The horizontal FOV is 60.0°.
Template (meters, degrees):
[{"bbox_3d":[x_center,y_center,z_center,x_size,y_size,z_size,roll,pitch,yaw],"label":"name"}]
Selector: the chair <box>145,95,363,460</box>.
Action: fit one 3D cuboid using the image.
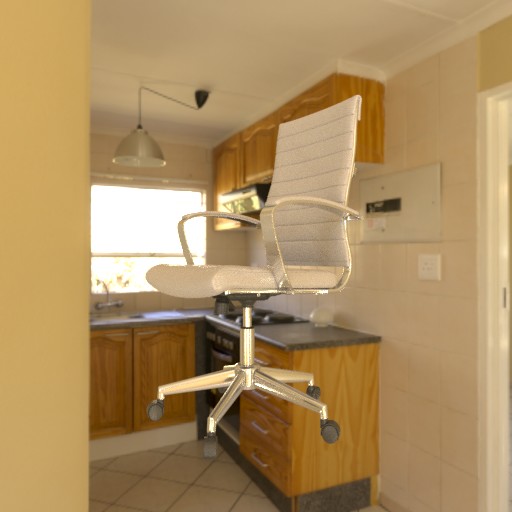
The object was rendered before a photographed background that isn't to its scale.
[{"bbox_3d":[0.000,0.000,1.582,0.667,1.149,0.679,0,0,-36],"label":"chair"}]
